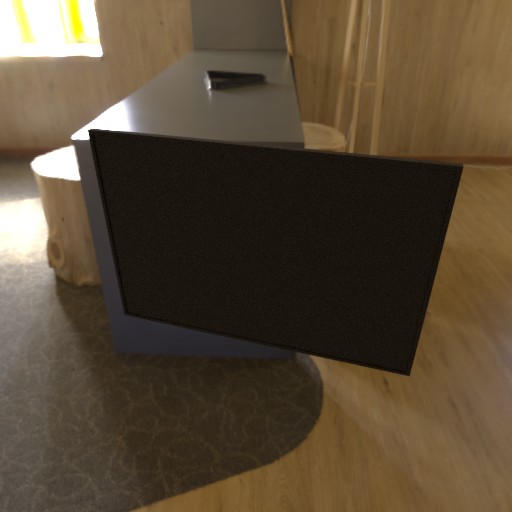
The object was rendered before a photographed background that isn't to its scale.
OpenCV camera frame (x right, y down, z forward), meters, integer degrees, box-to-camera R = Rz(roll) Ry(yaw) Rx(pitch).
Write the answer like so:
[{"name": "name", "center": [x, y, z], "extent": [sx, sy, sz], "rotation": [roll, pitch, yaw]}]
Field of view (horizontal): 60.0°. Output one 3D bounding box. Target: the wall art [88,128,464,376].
[{"name": "wall art", "center": [0.000, 0.000, 1.576], "extent": [1.190, 0.805, 0.028], "rotation": [9, 33, 15]}]
